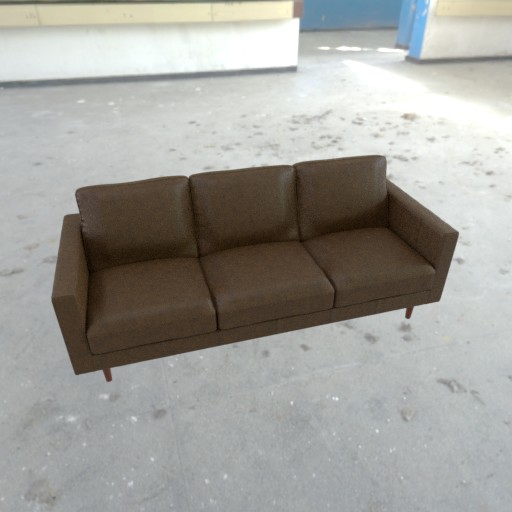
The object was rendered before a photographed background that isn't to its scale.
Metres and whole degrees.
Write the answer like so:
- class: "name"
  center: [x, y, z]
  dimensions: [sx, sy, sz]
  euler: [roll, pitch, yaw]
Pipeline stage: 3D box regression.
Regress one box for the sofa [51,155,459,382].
- class: "sofa"
  center: [0.000, 0.000, 2.770]
  dimensions: [2.231, 0.930, 0.903]
  euler: [-9, 34, -13]
